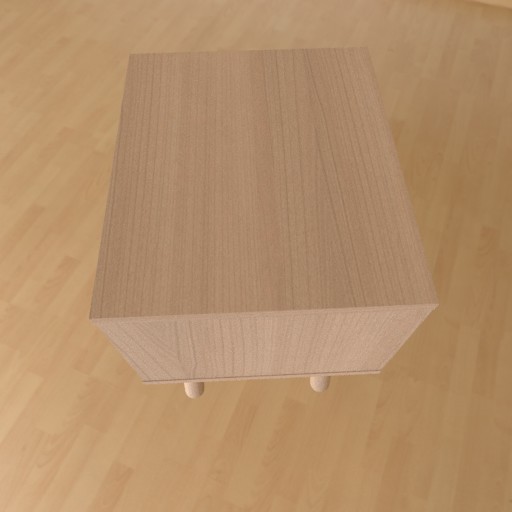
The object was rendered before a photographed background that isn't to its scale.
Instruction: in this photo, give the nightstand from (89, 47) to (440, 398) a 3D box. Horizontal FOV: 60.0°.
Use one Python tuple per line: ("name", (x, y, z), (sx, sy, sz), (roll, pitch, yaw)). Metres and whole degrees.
("nightstand", (0.000, 0.000, 0.822), (0.380, 0.530, 0.450), (-2, 60, -1))
